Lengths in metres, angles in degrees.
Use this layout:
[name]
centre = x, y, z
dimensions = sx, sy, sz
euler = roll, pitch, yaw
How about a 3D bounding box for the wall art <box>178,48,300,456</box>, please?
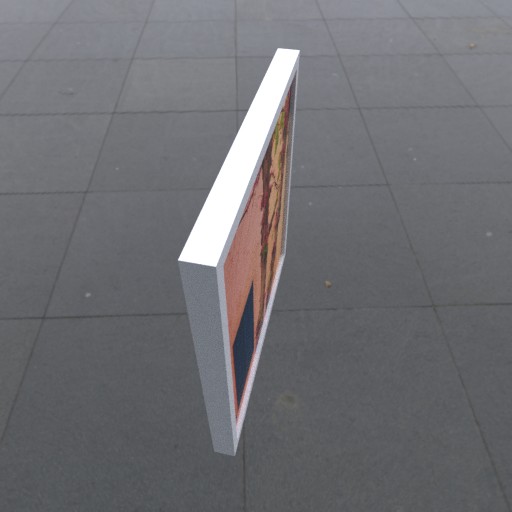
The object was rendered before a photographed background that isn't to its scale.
[wall art]
centre = 0.000, 0.000, 0.776
dimensions = 0.038, 0.508, 0.507
euler = 9, 48, 9
